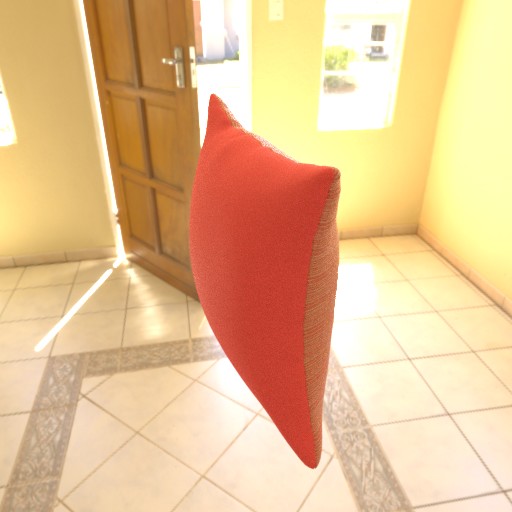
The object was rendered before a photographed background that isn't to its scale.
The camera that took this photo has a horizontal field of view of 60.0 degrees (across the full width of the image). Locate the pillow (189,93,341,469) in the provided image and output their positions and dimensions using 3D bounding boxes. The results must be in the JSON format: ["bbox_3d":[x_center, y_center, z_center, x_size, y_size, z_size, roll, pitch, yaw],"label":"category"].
[{"bbox_3d":[0.000,0.000,0.824,0.229,0.501,0.559,-10,30,-17],"label":"pillow"}]
